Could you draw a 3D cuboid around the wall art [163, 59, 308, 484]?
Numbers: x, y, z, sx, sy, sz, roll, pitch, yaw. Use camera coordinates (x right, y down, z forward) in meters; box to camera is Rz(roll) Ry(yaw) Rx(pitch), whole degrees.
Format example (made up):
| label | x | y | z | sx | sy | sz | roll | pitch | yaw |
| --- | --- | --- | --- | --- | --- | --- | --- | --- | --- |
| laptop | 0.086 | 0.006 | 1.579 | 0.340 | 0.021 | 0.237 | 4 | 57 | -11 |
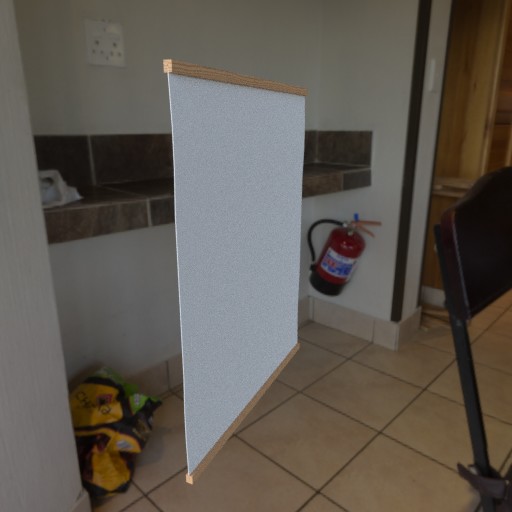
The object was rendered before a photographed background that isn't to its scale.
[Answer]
| label | x | y | z | sx | sy | sz | roll | pitch | yaw |
| --- | --- | --- | --- | --- | --- | --- | --- | --- | --- |
| wall art | 0.000 | 0.000 | 0.678 | 0.010 | 0.507 | 0.404 | 8 | 18 | 24 |
